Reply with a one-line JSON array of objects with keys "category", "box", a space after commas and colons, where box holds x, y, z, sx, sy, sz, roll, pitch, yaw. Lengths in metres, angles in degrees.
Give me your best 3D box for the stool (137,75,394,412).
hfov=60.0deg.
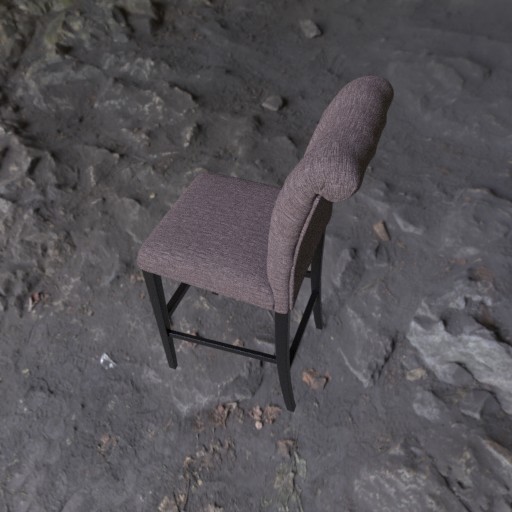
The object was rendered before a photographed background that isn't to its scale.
[{"category": "stool", "box": [0.000, 0.000, 1.460, 0.613, 1.131, 0.452, 16, 49, 14]}]
